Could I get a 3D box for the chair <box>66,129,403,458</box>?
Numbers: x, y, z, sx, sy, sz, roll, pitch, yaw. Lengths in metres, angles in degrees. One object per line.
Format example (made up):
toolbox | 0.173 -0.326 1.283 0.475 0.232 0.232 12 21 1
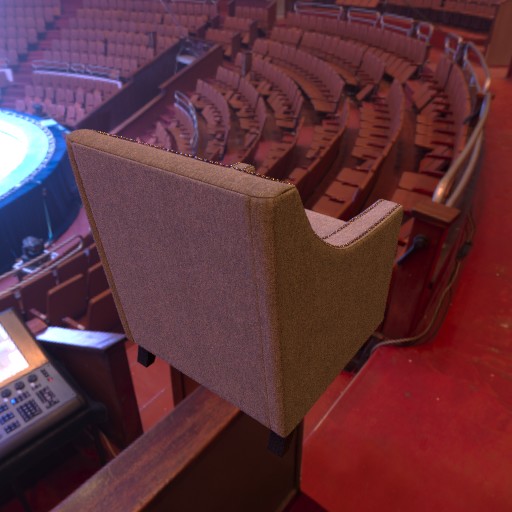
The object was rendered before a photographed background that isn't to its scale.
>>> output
chair | 0.000 0.000 1.625 0.776 0.967 0.884 21 37 32
